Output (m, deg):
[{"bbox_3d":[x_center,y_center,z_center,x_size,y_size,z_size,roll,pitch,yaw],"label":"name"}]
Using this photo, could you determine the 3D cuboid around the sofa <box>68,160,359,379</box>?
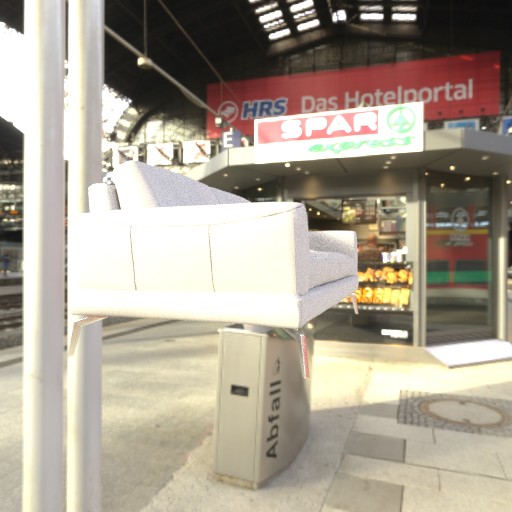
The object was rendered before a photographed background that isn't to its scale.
[{"bbox_3d":[0.000,0.000,2.820,1.121,0.930,2.177,0,0,19],"label":"sofa"}]
